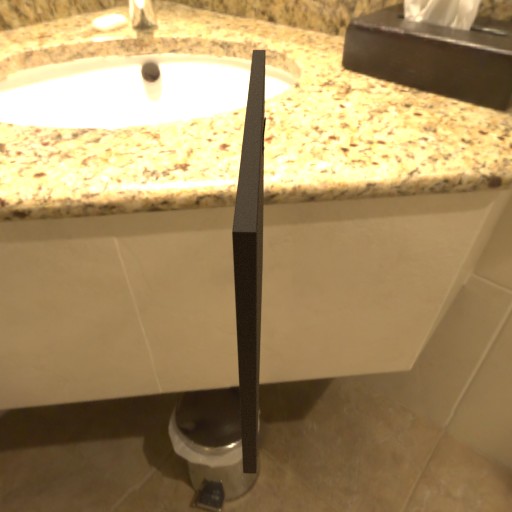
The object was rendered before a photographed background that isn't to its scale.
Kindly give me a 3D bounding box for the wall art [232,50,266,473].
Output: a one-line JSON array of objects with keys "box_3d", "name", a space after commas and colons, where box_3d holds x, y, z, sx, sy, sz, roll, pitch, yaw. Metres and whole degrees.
[{"box_3d": [0.000, 0.000, 1.190, 0.043, 0.807, 0.805, 1, 42, 1], "name": "wall art"}]
